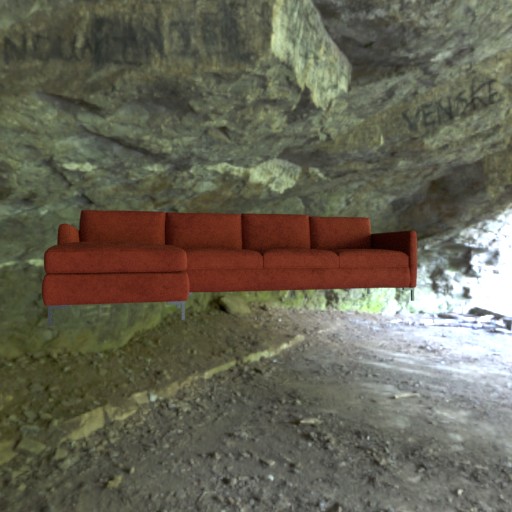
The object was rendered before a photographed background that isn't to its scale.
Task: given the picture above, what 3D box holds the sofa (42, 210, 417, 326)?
[{"bbox_3d":[0.000,0.000,2.974,2.467,0.663,1.136,0,0,-17],"label":"sofa"}]
